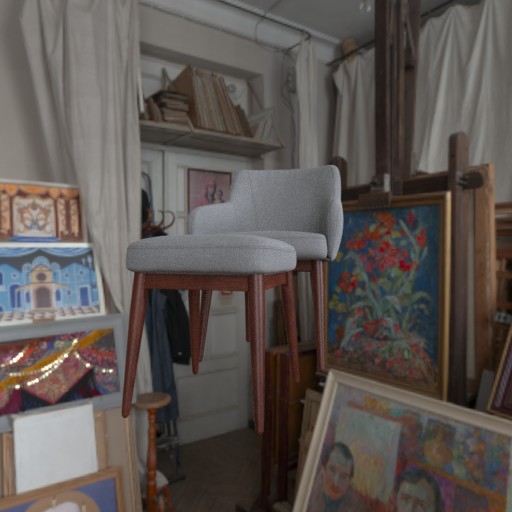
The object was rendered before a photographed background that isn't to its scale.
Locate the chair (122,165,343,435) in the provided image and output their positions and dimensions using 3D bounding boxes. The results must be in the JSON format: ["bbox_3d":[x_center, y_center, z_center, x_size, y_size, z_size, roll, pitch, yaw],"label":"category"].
[{"bbox_3d":[0.000,0.000,1.571,0.584,0.799,1.107,0,1,17],"label":"chair"}]
